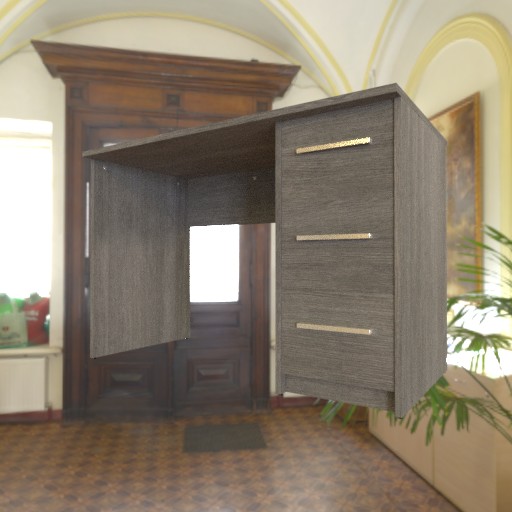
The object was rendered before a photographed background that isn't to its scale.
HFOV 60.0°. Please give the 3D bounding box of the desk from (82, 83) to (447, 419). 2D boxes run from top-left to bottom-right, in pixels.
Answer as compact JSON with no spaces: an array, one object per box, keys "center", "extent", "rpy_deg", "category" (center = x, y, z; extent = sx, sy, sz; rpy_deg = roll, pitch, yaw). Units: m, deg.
[{"center":[0.000,0.000,1.485],"extent":[1.097,0.735,0.560],"rpy_deg":[0,-1,34],"category":"desk"}]
